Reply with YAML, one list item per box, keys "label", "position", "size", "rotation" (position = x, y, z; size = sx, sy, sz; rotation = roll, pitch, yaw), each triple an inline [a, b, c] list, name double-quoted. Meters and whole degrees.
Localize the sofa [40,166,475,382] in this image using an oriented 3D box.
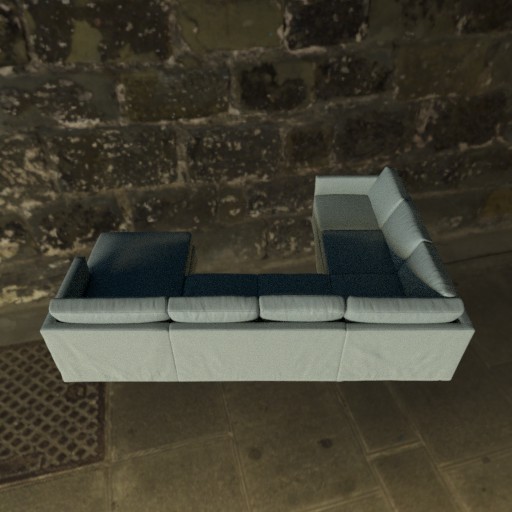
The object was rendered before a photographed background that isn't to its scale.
- label: "sofa"
  position: [0.000, 0.000, 4.555]
  size: [3.460, 0.882, 2.427]
  rotation: [0, 40, 0]
